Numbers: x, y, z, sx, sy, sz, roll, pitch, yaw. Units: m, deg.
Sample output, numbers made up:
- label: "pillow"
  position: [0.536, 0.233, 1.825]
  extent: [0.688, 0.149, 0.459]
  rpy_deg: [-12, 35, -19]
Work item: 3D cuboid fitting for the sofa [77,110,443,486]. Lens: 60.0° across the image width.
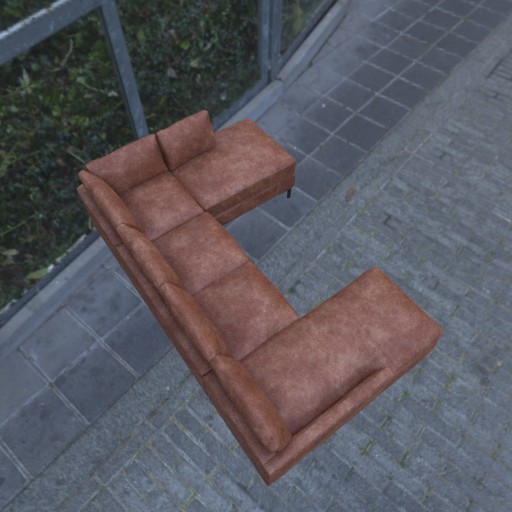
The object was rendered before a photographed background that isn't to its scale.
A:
- label: "sofa"
  position: [0.000, 0.000, 3.823]
  extent: [1.939, 0.900, 2.956]
  rpy_deg: [-31, 61, -19]
